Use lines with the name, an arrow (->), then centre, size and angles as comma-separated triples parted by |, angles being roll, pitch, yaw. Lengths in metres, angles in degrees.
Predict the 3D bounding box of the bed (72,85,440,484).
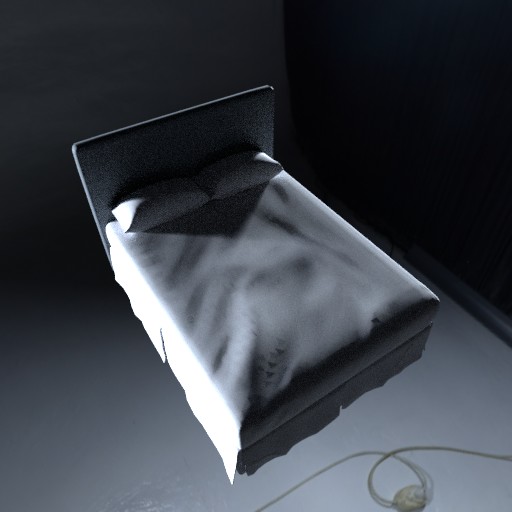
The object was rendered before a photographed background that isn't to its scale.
bed -> 0.000, 0.000, 3.170 | 1.713, 1.330, 2.142 | -26, 51, -23
